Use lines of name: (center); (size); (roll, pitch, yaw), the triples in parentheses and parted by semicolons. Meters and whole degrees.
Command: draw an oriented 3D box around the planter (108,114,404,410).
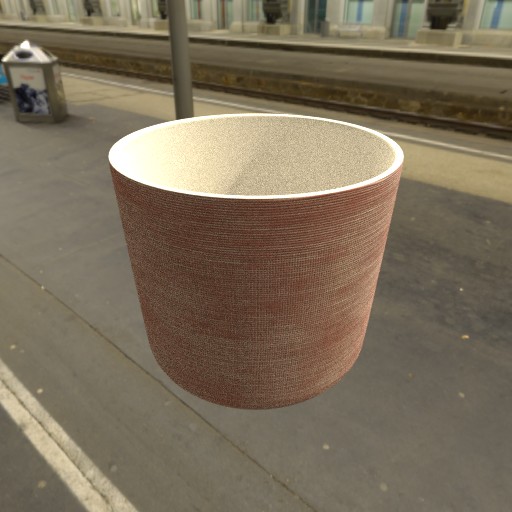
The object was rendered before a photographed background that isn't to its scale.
planter: (0.000, 0.000, 0.784); (0.440, 0.398, 0.440); (0, 30, 0)
